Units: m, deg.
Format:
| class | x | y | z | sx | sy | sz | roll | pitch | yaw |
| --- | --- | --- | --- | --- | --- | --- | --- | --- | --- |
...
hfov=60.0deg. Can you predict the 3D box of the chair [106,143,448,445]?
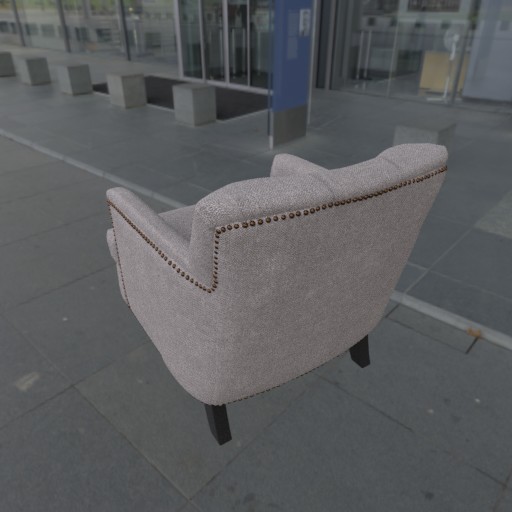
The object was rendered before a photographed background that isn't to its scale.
| class | x | y | z | sx | sy | sz | roll | pitch | yaw |
| --- | --- | --- | --- | --- | --- | --- | --- | --- | --- |
| chair | 0.000 | 0.000 | 1.447 | 0.737 | 0.823 | 0.902 | -18 | 35 | -28 |
